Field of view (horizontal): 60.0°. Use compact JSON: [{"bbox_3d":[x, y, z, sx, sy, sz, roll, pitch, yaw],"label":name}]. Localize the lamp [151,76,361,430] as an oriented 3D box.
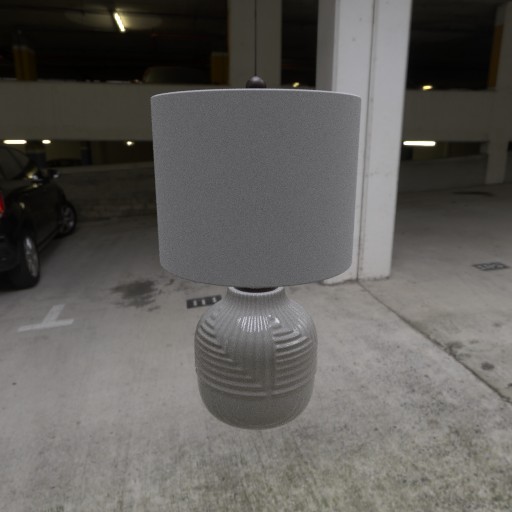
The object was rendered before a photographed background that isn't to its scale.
[{"bbox_3d":[0.000,0.000,0.748,0.318,0.567,0.318,0,15,0],"label":"lamp"}]
